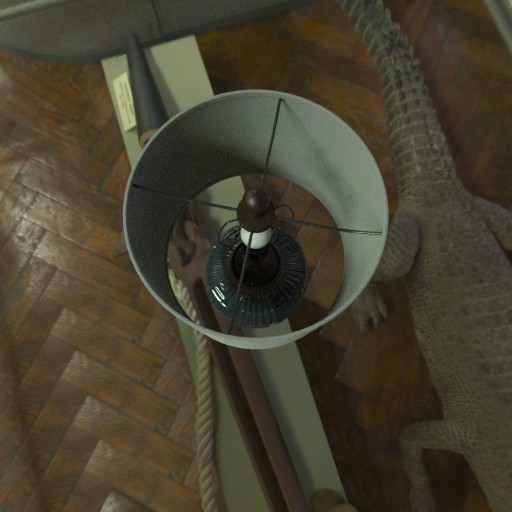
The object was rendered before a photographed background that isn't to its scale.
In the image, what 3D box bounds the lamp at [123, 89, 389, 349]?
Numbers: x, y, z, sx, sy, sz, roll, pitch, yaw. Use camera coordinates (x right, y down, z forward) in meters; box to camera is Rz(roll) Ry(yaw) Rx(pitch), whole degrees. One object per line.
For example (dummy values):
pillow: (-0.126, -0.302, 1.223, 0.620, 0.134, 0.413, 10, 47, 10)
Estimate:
lamp: (0.000, 0.000, 0.771, 0.318, 0.567, 0.318, 0, 76, 0)
